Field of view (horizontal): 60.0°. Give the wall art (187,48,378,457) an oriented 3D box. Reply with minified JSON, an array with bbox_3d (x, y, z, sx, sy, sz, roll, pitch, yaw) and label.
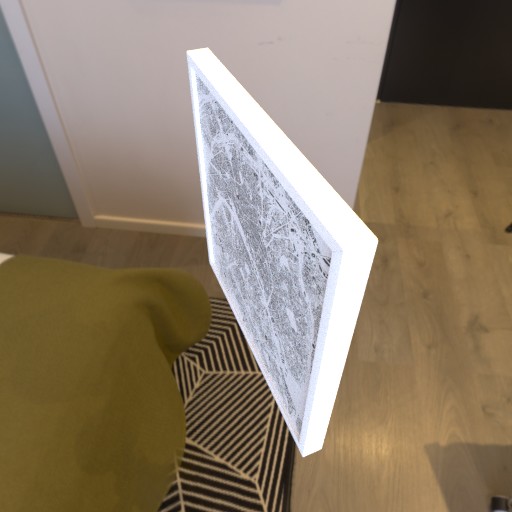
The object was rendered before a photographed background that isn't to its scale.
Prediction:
[{"bbox_3d":[0.000,0.000,0.756,0.038,0.508,0.508,-17,48,-16],"label":"wall art"}]
